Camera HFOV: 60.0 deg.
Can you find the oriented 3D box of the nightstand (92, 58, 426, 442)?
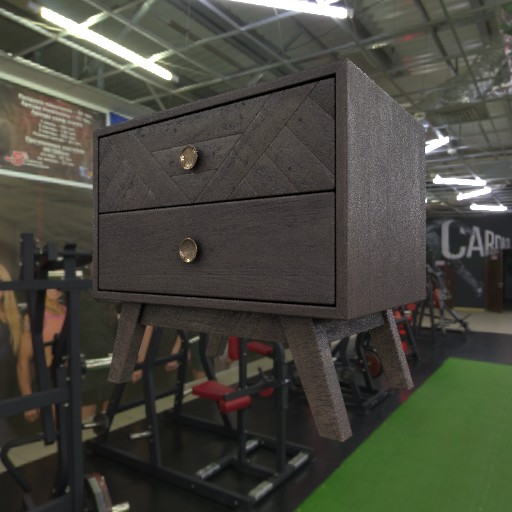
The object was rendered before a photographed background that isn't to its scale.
[{"bbox_3d":[0.000,0.000,1.036,0.650,0.599,0.450,0,-1,36],"label":"nightstand"}]
